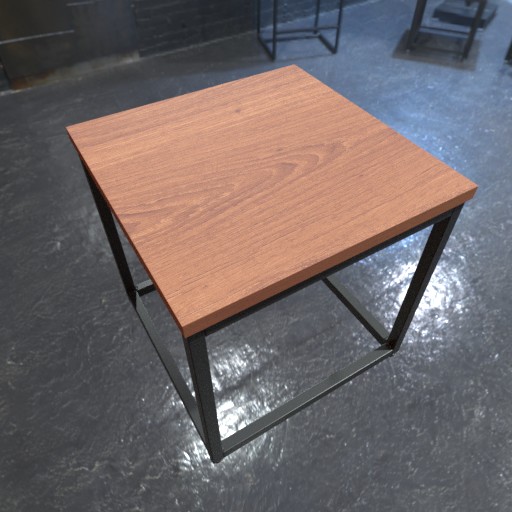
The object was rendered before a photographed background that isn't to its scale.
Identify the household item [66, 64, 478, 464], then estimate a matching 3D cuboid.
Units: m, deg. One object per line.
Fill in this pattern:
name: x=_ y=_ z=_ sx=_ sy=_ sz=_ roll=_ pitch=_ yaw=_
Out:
household item: x=0.000 y=0.000 z=0.739 sx=0.400 sy=0.400 sz=0.400 roll=-24 pitch=51 yaw=-21
